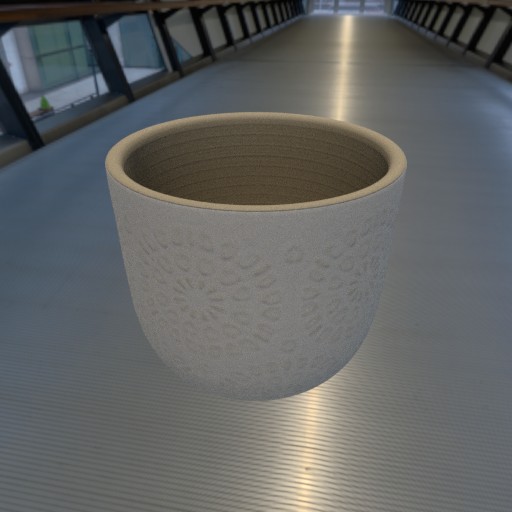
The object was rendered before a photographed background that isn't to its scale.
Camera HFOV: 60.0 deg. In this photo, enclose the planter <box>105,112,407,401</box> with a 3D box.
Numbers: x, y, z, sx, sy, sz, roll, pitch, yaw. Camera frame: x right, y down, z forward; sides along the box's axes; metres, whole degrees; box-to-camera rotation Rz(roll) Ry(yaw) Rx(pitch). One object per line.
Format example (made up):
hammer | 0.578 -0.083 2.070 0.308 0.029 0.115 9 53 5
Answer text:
planter | 0.000 0.000 0.218 0.124 0.109 0.124 0 32 0
